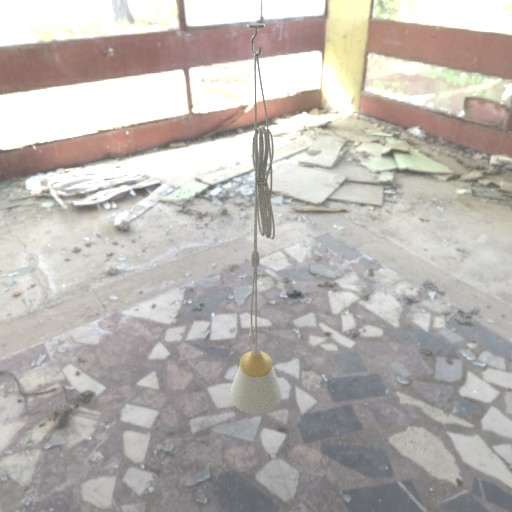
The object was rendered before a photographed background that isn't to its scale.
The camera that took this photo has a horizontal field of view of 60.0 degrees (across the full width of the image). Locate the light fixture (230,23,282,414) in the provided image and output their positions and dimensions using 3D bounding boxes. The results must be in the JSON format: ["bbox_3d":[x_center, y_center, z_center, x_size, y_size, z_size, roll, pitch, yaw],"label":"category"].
[{"bbox_3d":[0.000,0.000,1.038,0.153,0.966,0.153,0,34,0],"label":"light fixture"}]
